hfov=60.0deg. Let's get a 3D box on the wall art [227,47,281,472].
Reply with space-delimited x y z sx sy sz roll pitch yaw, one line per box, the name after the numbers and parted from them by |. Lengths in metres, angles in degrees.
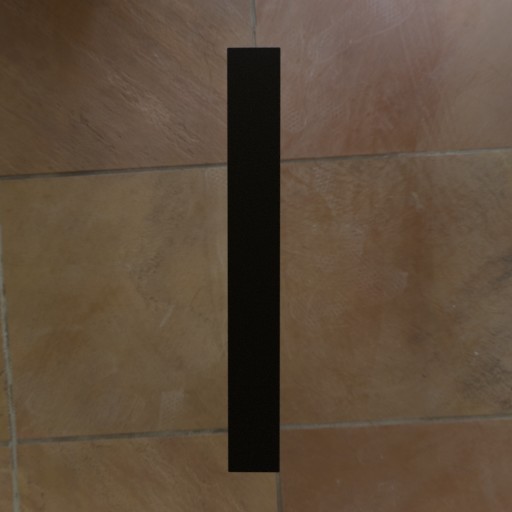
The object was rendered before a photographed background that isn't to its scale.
0.000 0.000 0.461 0.037 0.299 0.299 0 92 1 | wall art
